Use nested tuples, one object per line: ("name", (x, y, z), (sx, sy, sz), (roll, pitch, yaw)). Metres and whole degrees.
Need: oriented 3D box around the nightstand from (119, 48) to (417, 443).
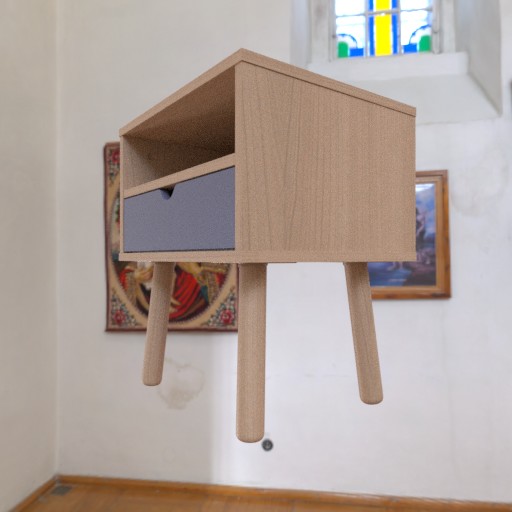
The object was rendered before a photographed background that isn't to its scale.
("nightstand", (0.000, 0.000, 0.859), (0.380, 0.530, 0.450), (0, 0, -37))
